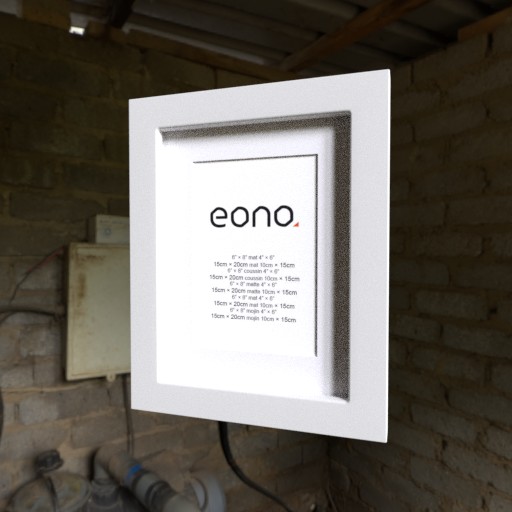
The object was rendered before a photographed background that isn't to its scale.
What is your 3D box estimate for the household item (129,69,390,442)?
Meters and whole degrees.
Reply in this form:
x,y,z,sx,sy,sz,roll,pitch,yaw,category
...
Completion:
x,y,z,sx,sy,sz,roll,pitch,yaw,category
0.000,0.000,0.348,0.200,0.250,0.045,1,2,18,household item
